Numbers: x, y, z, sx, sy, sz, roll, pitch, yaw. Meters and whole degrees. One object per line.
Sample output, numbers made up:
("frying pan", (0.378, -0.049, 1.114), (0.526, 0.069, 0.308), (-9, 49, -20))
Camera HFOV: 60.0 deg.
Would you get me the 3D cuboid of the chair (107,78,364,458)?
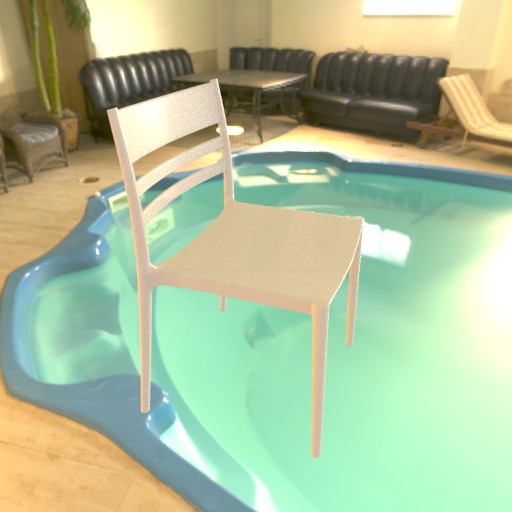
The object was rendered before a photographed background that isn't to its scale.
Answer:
("chair", (0.000, 0.000, 1.163), (0.511, 0.800, 0.531), (10, 31, 18))
